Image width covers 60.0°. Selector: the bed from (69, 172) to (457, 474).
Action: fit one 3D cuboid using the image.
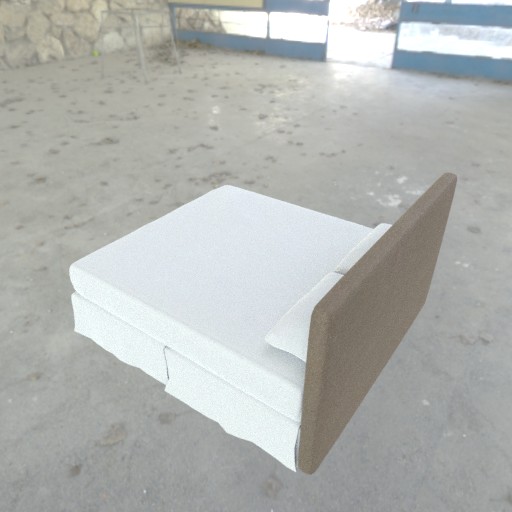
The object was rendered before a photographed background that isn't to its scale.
[{"bbox_3d":[0.000,0.000,3.556,2.341,1.317,2.119,21,38,30],"label":"bed"}]
